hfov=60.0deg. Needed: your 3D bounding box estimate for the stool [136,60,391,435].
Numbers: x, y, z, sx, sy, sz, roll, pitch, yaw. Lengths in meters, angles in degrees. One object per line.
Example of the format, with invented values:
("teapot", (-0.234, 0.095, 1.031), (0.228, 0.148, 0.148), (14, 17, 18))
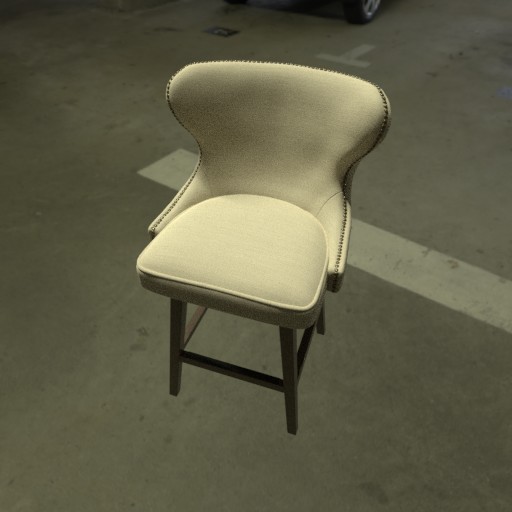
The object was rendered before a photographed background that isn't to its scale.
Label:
("stool", (0.000, 0.000, 1.352), (0.615, 0.972, 0.597), (13, 43, 14))
